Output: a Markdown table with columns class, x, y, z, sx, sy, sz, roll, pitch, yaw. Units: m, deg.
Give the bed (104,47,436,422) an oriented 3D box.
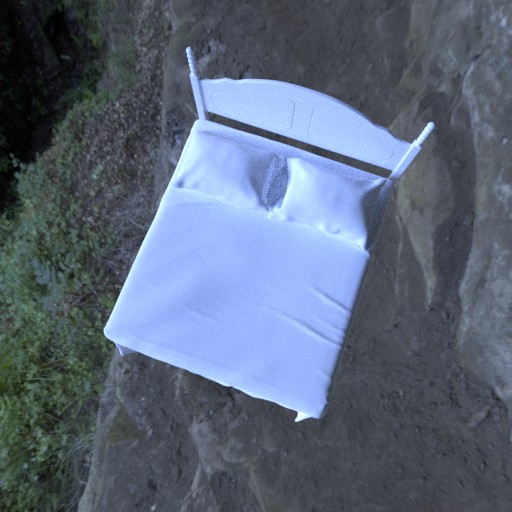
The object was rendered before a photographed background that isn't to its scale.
| class | x | y | z | sx | sy | sz | roll | pitch | yaw |
| --- | --- | --- | --- | --- | --- | --- | --- | --- | --- |
| bed | 0.000 | 0.000 | 3.195 | 1.873 | 1.356 | 2.040 | 19 | 77 | 5 |
